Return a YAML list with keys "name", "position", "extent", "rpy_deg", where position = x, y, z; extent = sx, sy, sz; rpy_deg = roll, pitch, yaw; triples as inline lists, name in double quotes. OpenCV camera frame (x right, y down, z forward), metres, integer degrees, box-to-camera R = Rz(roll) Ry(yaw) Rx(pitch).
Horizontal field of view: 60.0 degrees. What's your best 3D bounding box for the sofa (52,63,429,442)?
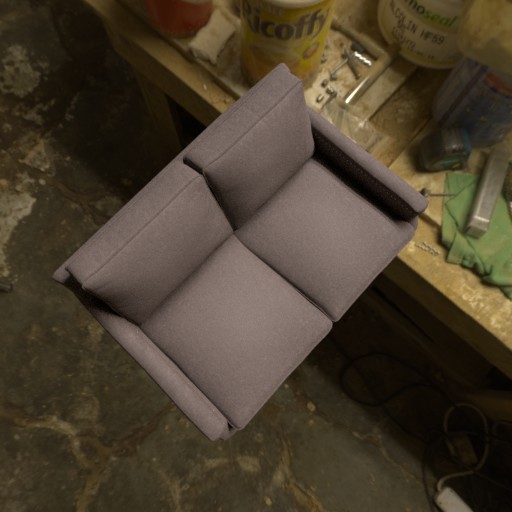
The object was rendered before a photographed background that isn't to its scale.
- name: "sofa"
  position: [0.000, 0.000, 2.320]
  extent: [1.084, 1.003, 1.597]
  rpy_deg: [42, 79, 10]
